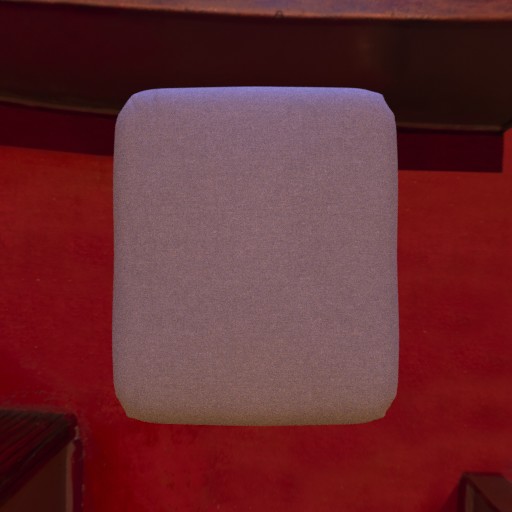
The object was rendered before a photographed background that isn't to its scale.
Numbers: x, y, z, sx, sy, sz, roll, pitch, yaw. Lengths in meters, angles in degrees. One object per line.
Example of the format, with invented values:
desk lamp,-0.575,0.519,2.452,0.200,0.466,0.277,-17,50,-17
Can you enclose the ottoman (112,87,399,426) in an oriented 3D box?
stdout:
ottoman,0.000,0.000,1.106,0.622,0.450,0.747,0,89,1
